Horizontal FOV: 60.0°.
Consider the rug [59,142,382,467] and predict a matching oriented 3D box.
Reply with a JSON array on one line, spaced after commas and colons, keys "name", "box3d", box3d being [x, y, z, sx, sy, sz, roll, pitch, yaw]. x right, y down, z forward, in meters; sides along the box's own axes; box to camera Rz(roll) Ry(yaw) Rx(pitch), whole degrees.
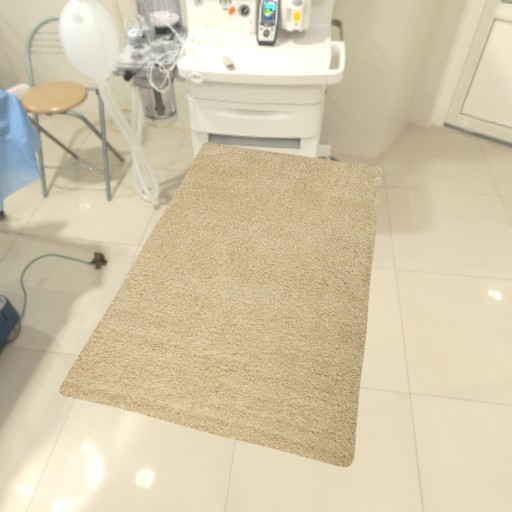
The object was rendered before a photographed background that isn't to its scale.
[{"name": "rug", "box3d": [0.000, 0.000, 2.908, 1.500, 0.025, 2.349, 10, 48, 10]}]
